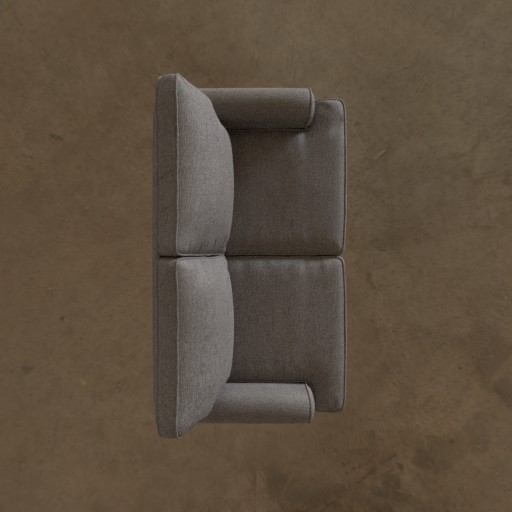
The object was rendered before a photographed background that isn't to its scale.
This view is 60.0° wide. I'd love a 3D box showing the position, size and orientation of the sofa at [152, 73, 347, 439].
[{"bbox_3d":[0.000,0.000,2.262,0.965,0.965,1.651,0,90,1],"label":"sofa"}]
